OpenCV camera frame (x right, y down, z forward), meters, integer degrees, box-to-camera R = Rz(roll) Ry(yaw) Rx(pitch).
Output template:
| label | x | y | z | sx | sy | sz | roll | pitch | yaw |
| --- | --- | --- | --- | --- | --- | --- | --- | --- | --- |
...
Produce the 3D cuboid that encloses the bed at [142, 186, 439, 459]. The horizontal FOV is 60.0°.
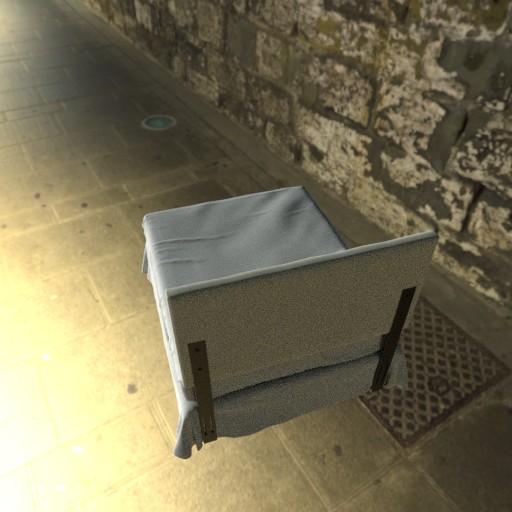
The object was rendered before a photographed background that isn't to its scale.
| label | x | y | z | sx | sy | sz | roll | pitch | yaw |
| --- | --- | --- | --- | --- | --- | --- | --- | --- | --- |
| bed | 0.000 | 0.000 | 3.665 | 1.936 | 1.577 | 2.222 | -12 | 43 | -13 |
